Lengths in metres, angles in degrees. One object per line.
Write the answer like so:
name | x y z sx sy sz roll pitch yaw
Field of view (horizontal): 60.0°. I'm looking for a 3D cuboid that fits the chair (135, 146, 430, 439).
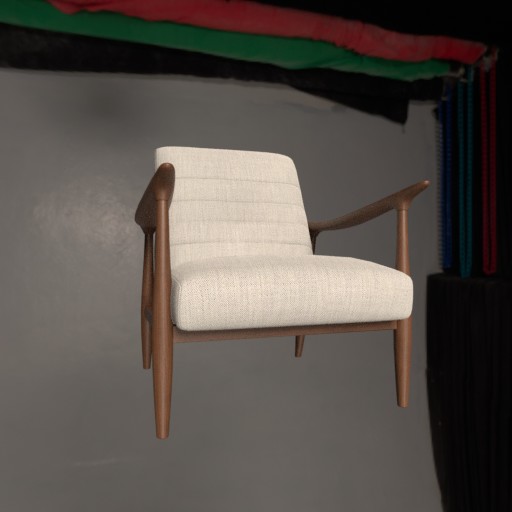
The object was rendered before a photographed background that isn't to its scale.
chair | 0.000 0.000 1.403 0.741 0.832 0.798 0 0 -19
